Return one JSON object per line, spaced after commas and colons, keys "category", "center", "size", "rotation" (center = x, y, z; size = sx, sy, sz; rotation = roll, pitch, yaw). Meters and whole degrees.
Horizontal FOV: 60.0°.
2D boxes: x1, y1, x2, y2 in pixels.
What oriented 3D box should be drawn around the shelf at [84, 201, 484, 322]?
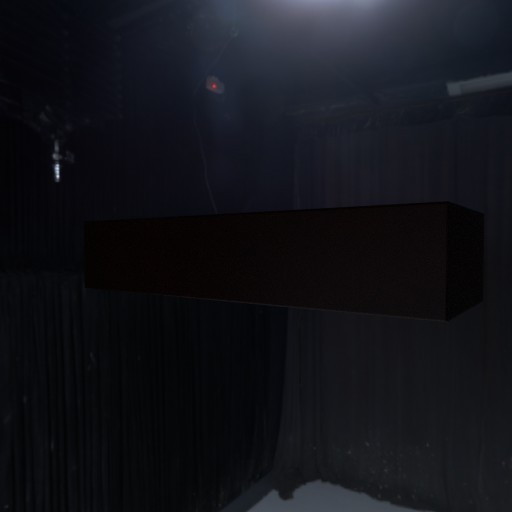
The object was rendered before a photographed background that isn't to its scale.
{"category": "shelf", "center": [0.000, 0.000, 0.520], "size": [0.457, 0.088, 0.152], "rotation": [1, 2, 36]}
